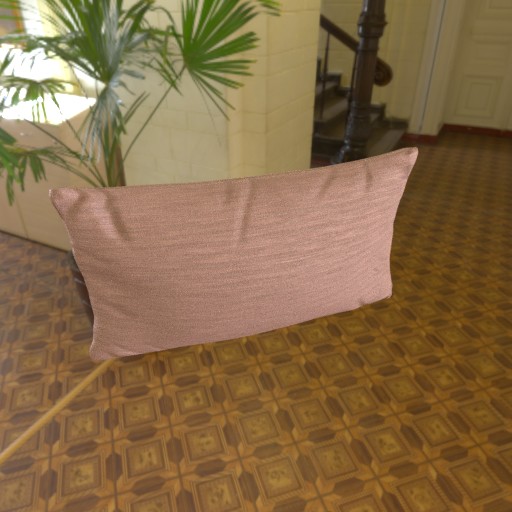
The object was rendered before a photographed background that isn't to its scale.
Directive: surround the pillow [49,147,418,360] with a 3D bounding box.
[{"bbox_3d":[0.000,0.000,0.805,0.633,0.338,0.210,-10,32,-16],"label":"pillow"}]
